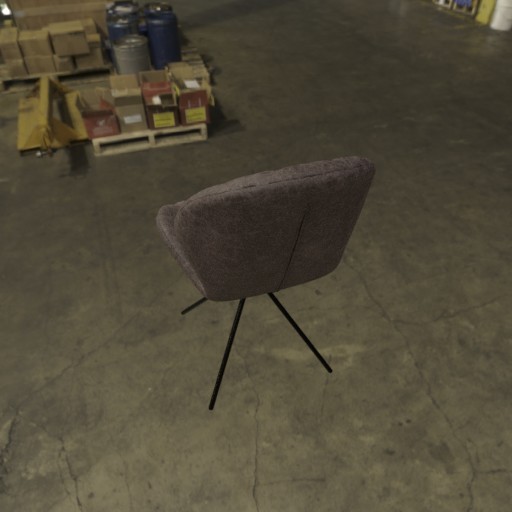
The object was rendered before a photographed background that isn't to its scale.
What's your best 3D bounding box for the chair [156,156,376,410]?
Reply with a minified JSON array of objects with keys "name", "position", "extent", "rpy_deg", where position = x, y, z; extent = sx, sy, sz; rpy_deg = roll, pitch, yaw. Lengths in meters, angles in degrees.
[{"name":"chair","position":[0.000,0.000,1.324],"extent":[0.527,0.934,0.640],"rpy_deg":[-13,43,-14]}]
